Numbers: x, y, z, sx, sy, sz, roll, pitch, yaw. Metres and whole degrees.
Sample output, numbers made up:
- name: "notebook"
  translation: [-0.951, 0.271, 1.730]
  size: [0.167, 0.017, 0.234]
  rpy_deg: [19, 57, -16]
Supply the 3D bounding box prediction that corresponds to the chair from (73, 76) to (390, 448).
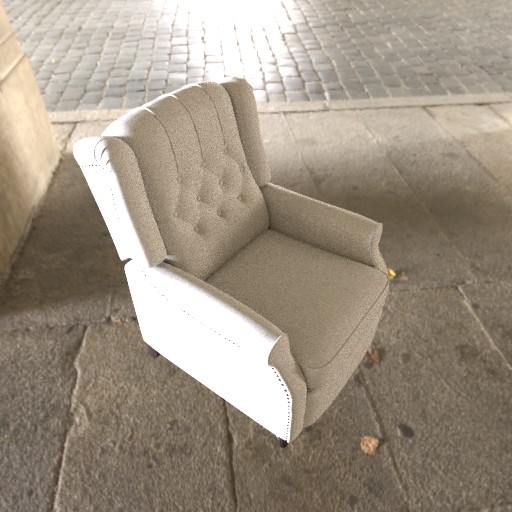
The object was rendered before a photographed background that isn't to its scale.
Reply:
- name: "chair"
  translation: [0.000, 0.000, 1.622]
  size: [0.902, 1.035, 0.742]
  rpy_deg: [27, 48, 26]
